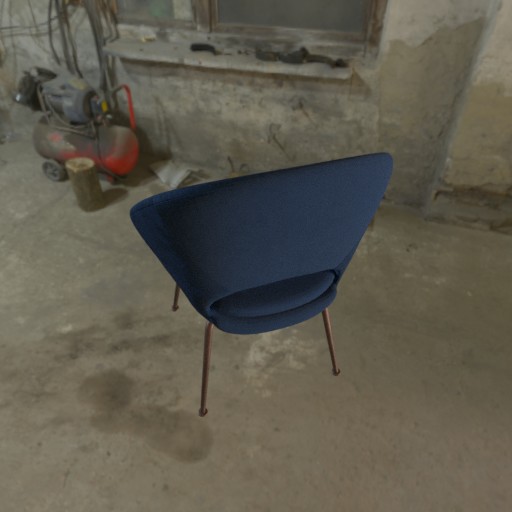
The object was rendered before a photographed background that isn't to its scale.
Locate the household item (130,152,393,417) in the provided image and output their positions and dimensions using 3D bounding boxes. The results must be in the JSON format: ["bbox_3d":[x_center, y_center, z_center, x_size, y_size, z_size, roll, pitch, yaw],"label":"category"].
[{"bbox_3d":[0.000,0.000,1.251,0.623,0.852,0.573,-13,43,-14],"label":"household item"}]
